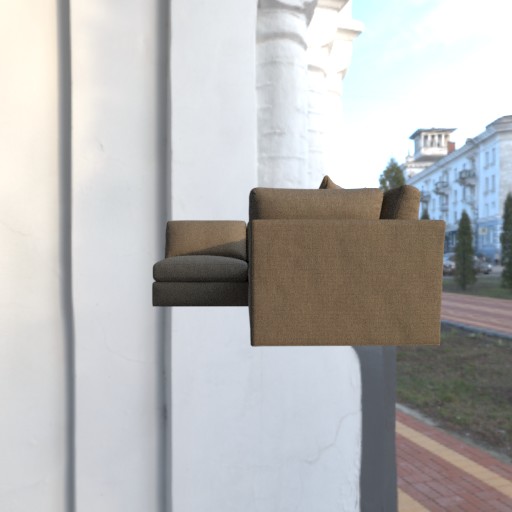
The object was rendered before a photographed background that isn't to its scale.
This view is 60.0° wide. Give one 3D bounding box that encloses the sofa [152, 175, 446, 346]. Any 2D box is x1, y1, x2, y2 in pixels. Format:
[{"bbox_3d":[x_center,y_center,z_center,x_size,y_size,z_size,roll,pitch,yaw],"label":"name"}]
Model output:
[{"bbox_3d":[0.000,0.000,3.819,1.994,0.978,2.896,0,0,-1],"label":"sofa"}]
